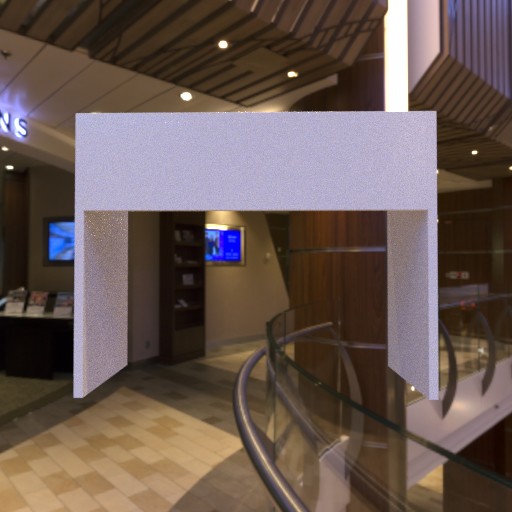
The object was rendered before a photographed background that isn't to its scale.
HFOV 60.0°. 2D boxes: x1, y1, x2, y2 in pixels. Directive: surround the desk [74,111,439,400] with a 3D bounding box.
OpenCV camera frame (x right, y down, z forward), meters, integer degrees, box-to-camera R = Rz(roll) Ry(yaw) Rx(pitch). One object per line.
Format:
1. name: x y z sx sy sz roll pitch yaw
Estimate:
1. desk: 0.000 0.000 1.421 1.000 0.790 0.400 0 -1 1
